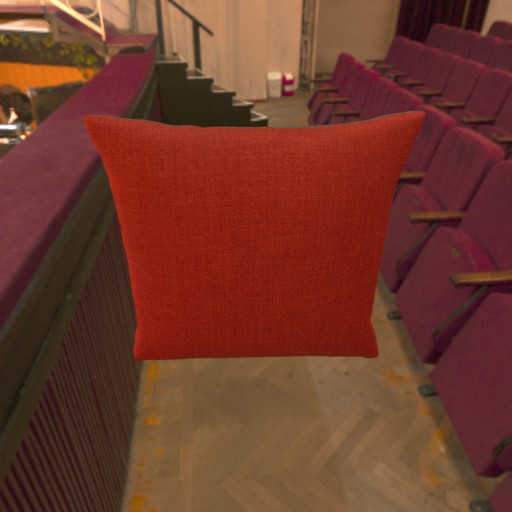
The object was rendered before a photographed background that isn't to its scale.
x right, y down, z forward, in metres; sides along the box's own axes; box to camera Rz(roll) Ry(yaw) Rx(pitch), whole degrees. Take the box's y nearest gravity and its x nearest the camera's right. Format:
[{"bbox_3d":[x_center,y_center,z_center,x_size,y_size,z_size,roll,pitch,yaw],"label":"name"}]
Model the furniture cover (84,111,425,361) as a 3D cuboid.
[{"bbox_3d":[0.000,0.000,0.799,0.517,0.508,0.158,-1,32,-1],"label":"furniture cover"}]
